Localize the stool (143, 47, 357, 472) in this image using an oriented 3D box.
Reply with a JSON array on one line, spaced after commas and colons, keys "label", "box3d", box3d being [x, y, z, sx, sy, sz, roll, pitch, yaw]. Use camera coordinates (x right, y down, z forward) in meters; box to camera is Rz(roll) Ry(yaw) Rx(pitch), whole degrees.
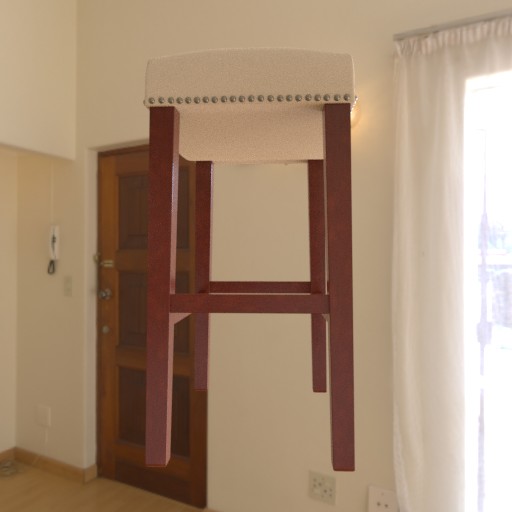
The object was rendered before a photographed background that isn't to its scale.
[{"label": "stool", "box3d": [0.000, 0.000, 1.006, 0.372, 0.742, 0.504, 0, 0, 3]}]
